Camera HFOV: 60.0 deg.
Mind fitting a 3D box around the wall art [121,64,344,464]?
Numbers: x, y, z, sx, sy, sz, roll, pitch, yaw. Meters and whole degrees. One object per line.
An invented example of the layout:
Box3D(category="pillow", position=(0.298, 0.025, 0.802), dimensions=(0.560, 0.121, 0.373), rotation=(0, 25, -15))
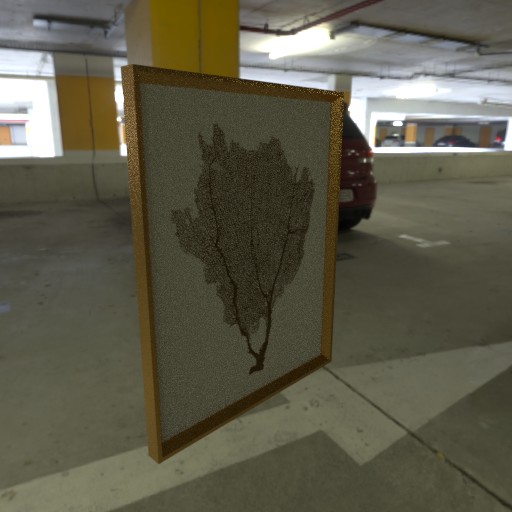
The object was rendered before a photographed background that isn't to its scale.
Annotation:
Box3D(category="wall art", position=(0.000, 0.000, 1.036), dimensions=(0.038, 0.762, 0.610), rotation=(14, 20, 43))
